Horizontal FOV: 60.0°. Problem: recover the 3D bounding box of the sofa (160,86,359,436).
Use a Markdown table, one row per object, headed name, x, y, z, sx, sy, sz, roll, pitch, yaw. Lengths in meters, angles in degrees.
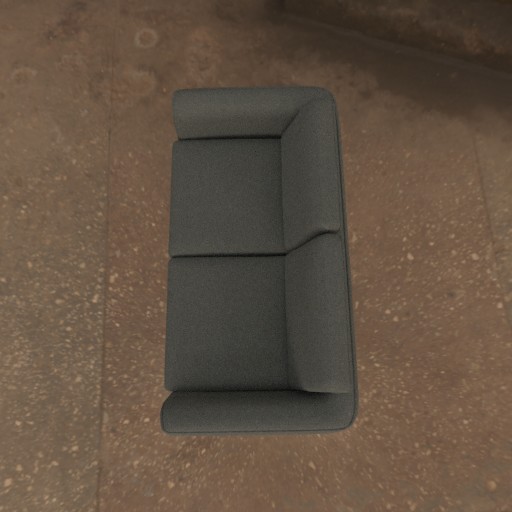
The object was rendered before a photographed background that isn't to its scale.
| name | x | y | z | sx | sy | sz | roll | pitch | yaw |
| --- | --- | --- | --- | --- | --- | --- | --- | --- | --- |
| sofa | 0.000 | 0.000 | 2.281 | 0.920 | 0.850 | 1.700 | -1 | 76 | 0 |
